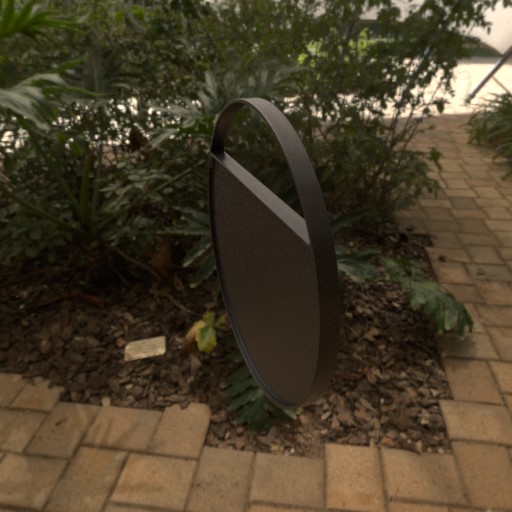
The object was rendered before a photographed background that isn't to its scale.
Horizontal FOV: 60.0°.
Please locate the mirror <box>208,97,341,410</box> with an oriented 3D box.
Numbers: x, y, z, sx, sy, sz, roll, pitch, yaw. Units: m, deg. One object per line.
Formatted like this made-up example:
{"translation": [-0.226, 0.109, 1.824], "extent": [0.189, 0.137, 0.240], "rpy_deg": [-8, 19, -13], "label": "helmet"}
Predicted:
{"translation": [0.000, 0.000, 0.841], "extent": [0.032, 0.565, 0.565], "rpy_deg": [-10, 30, -18], "label": "mirror"}
